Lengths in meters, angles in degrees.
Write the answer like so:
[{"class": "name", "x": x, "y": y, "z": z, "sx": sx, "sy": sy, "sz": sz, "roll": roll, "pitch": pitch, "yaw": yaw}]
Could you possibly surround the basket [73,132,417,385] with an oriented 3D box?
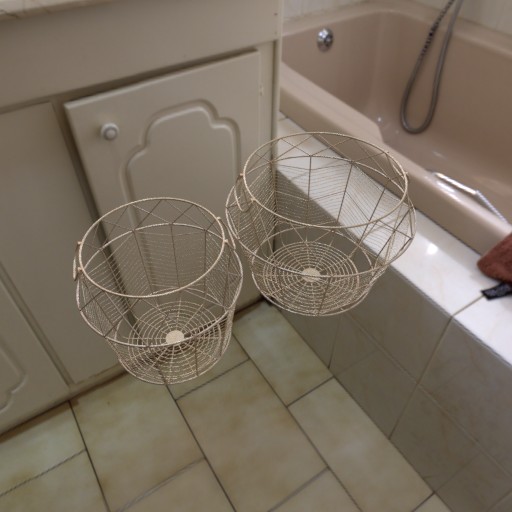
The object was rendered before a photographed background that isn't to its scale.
[{"class": "basket", "x": 0.000, "y": 0.000, "z": 1.051, "sx": 0.805, "sy": 0.343, "sz": 0.451, "roll": -23, "pitch": 50, "yaw": -21}]
